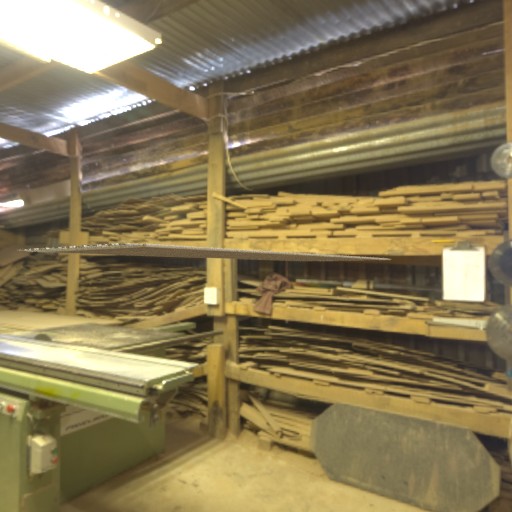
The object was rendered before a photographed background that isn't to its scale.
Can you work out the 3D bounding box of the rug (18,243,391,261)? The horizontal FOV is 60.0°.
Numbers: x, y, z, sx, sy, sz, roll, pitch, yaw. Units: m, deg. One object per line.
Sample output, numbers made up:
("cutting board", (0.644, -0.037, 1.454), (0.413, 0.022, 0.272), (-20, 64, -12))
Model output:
("rug", (0.000, 0.000, 2.671), (0.774, 0.011, 2.449), (-2, -2, 37))
